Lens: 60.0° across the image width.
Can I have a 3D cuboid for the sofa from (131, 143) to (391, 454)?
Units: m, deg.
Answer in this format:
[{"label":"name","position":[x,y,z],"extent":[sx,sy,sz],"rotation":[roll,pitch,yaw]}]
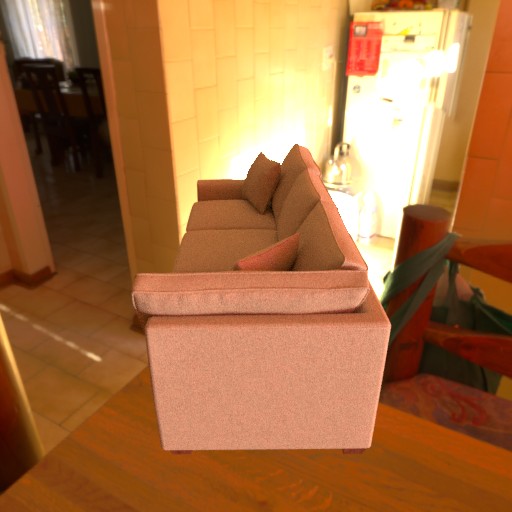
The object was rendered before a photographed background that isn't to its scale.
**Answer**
[{"label":"sofa","position":[0.000,0.000,2.885],"extent":[1.061,0.962,2.317],"rotation":[-1,27,-1]}]
